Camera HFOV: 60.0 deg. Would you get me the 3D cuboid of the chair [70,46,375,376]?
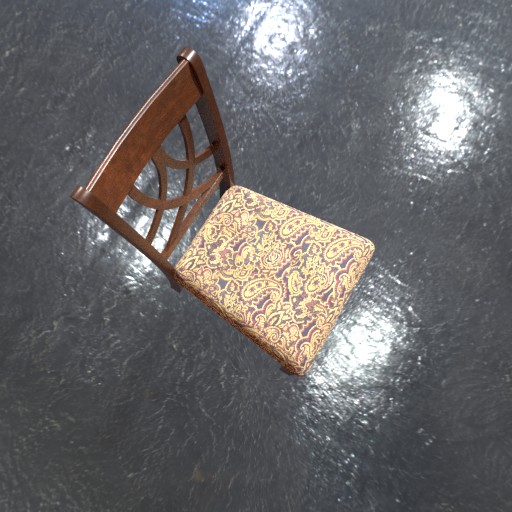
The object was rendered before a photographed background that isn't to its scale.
[{"bbox_3d":[0.000,0.000,1.285,0.584,0.965,0.457,30,76,8],"label":"chair"}]
